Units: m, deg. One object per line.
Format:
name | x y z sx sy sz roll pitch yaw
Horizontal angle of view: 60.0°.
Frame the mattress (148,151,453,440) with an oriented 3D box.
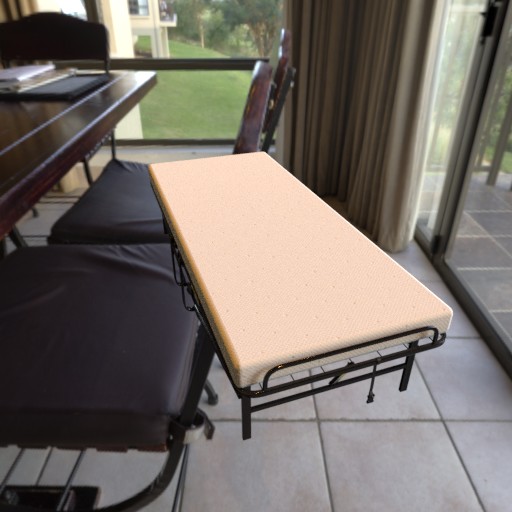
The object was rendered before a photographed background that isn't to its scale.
mattress | 0.000 0.000 2.541 0.922 0.519 2.153 -10 32 -17
